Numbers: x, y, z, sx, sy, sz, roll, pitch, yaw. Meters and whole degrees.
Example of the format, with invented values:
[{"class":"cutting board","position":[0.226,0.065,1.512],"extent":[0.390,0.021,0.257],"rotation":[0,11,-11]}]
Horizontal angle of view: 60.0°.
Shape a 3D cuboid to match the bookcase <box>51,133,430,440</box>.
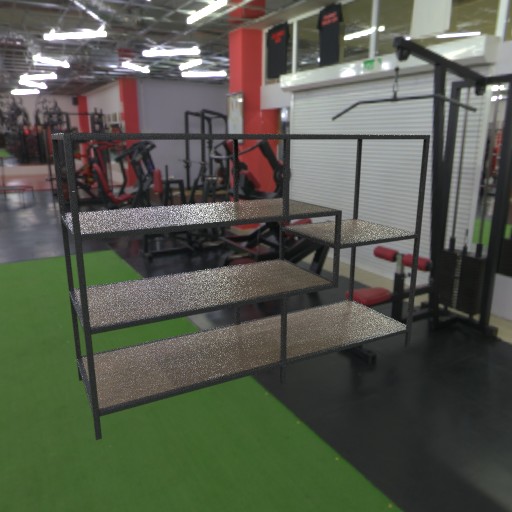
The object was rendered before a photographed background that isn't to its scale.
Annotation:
[{"class":"bookcase","position":[0.000,0.000,1.474],"extent":[1.140,0.780,0.350],"rotation":[-8,17,-27]}]
